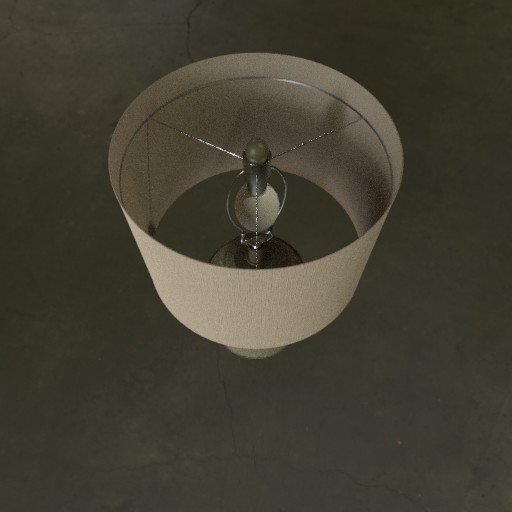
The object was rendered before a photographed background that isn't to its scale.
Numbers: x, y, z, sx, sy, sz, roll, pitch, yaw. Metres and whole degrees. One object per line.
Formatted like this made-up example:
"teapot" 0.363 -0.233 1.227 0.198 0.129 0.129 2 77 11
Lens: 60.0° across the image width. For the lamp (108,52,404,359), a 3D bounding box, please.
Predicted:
"lamp" 0.000 0.000 0.690 0.318 0.486 0.318 0 59 0
